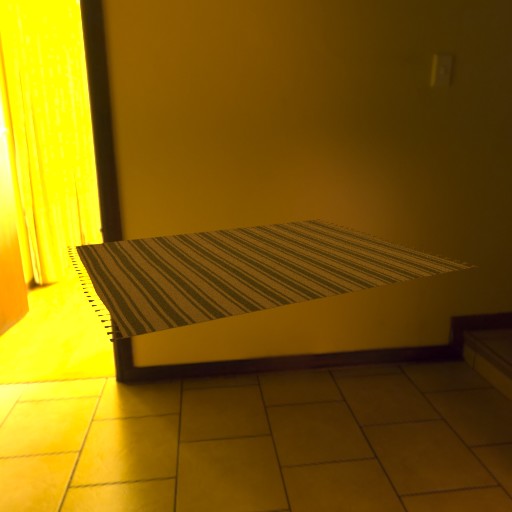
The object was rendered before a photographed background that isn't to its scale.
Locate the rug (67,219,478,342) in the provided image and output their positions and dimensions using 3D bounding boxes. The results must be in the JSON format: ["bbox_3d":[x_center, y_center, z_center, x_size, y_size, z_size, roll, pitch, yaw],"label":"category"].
[{"bbox_3d":[0.000,0.000,4.262,3.201,0.005,2.439,-8,18,-26],"label":"rug"}]
